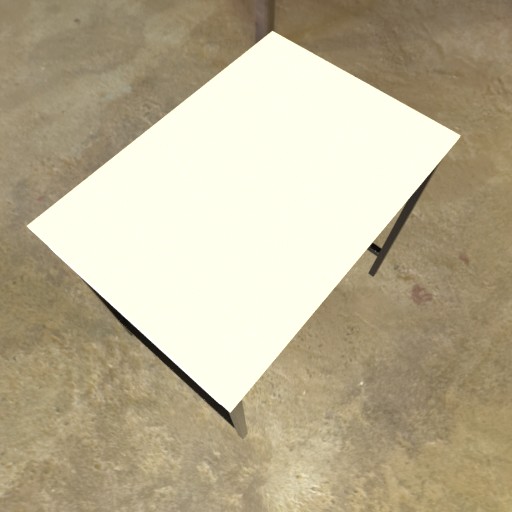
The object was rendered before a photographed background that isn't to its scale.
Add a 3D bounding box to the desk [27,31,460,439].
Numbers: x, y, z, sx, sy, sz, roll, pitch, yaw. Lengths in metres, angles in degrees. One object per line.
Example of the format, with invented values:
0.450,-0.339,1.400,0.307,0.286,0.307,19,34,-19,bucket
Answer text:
0.000,0.000,1.327,0.573,0.766,0.811,37,69,17,desk
